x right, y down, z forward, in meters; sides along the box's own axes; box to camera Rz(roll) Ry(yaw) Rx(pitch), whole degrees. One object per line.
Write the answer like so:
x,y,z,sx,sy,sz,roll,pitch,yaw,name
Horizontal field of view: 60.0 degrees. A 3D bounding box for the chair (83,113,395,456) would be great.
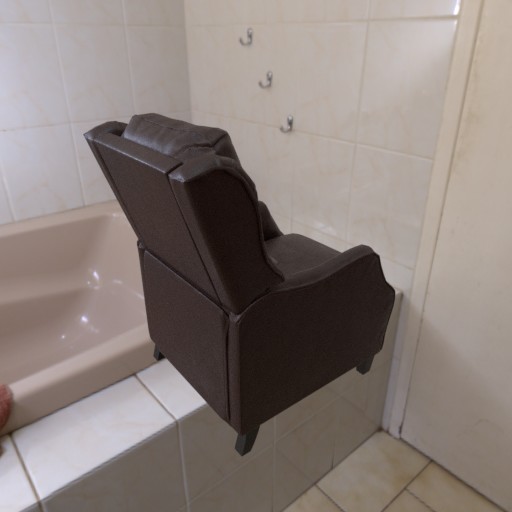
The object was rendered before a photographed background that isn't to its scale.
0.000,0.000,1.785,0.982,1.132,0.770,-19,32,-33,chair
